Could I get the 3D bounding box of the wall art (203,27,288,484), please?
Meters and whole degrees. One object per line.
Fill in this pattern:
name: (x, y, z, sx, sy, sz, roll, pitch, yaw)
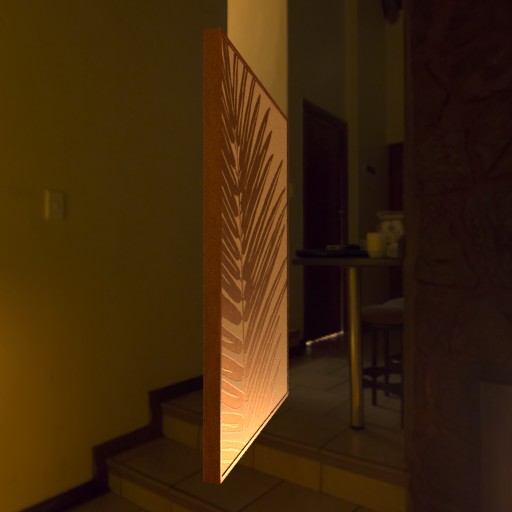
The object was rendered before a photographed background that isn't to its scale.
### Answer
wall art: (0.000, 0.000, 1.183, 0.037, 0.914, 0.610, 0, 0, 17)
